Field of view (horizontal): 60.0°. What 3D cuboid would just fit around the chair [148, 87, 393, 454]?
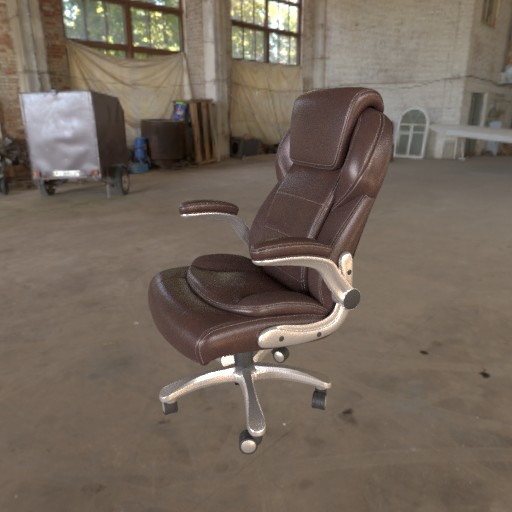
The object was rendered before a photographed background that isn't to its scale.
[{"bbox_3d":[0.000,0.000,1.616,0.774,1.160,0.733,-9,20,-25],"label":"chair"}]
